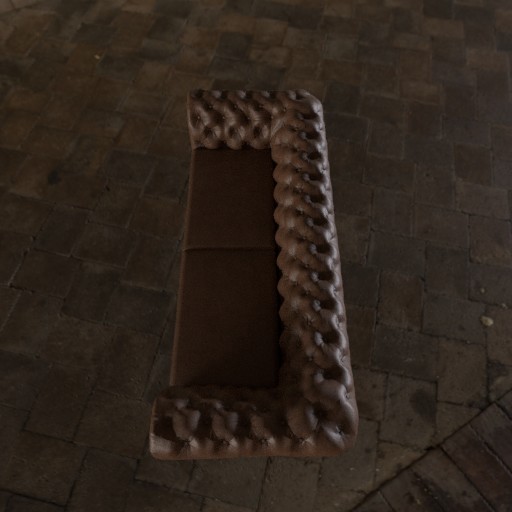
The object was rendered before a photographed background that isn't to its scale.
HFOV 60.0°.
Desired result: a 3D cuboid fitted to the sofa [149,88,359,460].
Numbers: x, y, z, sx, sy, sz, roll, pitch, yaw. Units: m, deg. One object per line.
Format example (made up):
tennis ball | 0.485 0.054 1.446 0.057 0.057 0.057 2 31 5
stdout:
sofa | 0.000 0.000 2.783 0.944 0.783 2.385 0 59 0
